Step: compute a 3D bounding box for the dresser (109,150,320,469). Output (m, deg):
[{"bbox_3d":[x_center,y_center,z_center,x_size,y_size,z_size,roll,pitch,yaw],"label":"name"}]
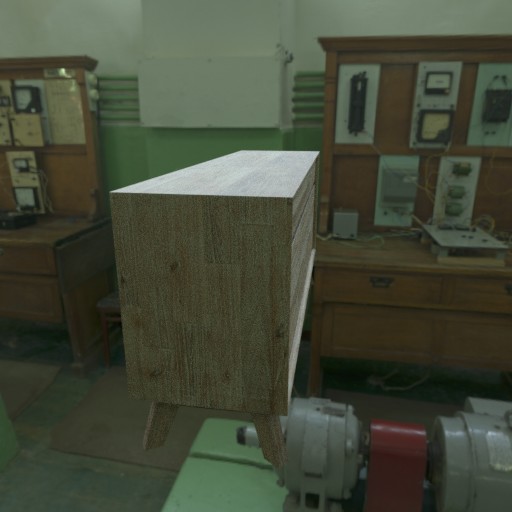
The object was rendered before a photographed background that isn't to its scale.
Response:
[{"bbox_3d":[0.000,0.000,1.925,0.455,0.788,1.602,3,17,10],"label":"dresser"}]
